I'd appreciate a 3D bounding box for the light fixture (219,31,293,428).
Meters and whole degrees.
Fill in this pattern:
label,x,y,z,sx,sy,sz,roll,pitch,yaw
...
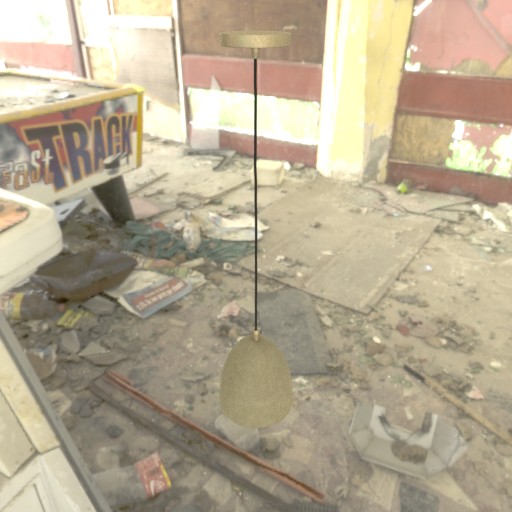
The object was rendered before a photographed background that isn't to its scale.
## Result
label,x,y,z,sx,sy,sz,roll,pitch,yaw
light fixture,0.000,0.000,0.843,0.170,0.759,0.170,-20,35,-31
